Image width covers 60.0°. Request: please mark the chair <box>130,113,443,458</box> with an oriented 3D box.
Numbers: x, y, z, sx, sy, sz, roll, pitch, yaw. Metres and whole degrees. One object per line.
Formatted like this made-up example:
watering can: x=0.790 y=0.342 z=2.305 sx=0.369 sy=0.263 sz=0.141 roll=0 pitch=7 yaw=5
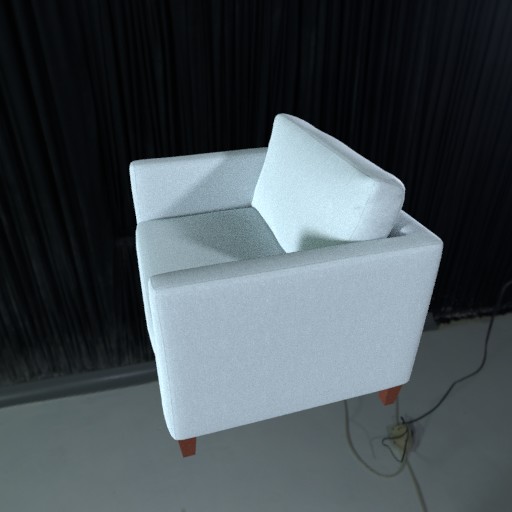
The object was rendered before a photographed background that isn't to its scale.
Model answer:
chair: x=0.000 y=0.000 z=1.857 sx=0.953 sy=0.961 sz=1.107 roll=-9 pitch=33 yaw=-14
